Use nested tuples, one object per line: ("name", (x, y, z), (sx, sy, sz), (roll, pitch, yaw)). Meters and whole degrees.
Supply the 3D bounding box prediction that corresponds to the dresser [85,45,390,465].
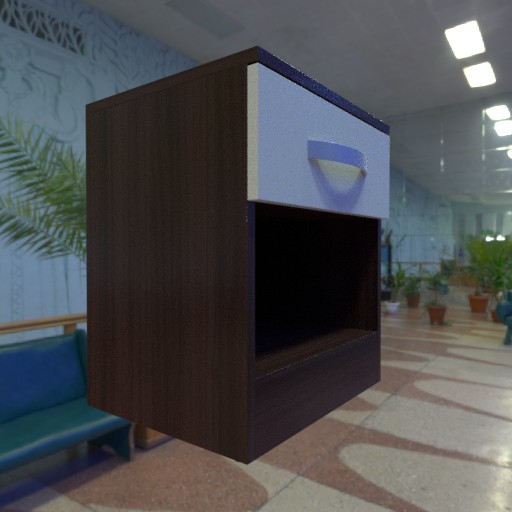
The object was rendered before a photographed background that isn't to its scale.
("dresser", (0.000, 0.000, 0.741), (0.360, 0.470, 0.400), (1, 1, 37))
